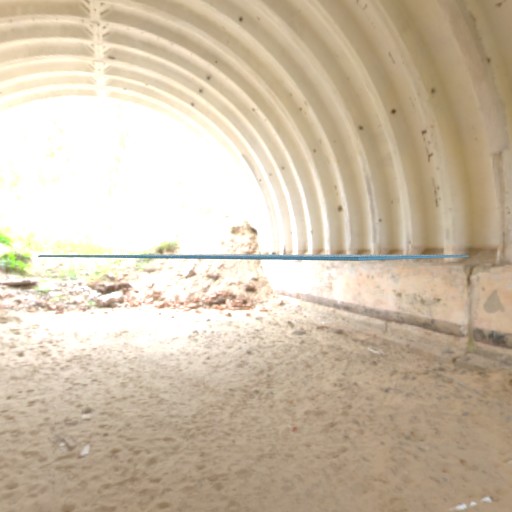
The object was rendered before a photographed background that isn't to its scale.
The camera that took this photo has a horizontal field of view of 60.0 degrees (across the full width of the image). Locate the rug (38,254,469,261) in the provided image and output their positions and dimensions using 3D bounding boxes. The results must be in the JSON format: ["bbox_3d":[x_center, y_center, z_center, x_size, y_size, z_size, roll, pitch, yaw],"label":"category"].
[{"bbox_3d":[0.000,0.000,3.884,2.964,0.018,2.350,0,1,37],"label":"rug"}]
